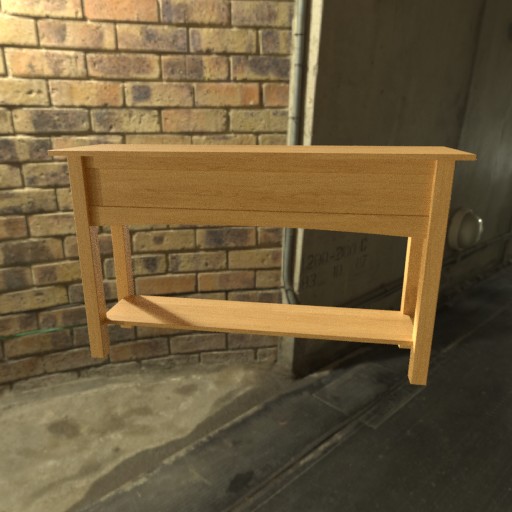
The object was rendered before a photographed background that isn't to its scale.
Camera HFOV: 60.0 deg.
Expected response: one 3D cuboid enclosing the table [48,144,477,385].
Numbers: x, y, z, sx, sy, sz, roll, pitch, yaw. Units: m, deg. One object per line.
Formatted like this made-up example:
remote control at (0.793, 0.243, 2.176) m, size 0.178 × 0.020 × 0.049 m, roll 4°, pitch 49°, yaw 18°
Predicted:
table at (0.000, 0.000, 1.540) m, size 1.240 × 0.730 × 0.350 m, roll 3°, pitch 17°, yaw 8°
